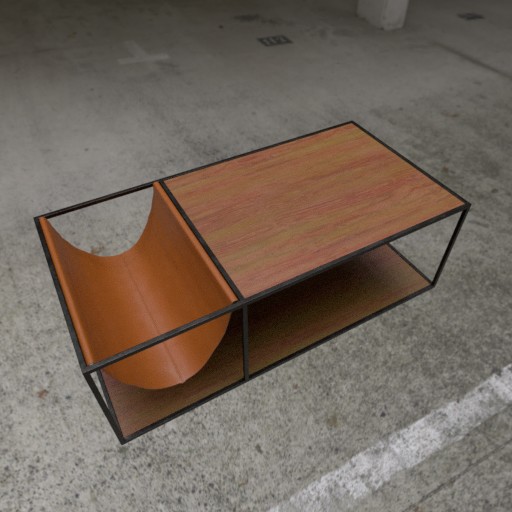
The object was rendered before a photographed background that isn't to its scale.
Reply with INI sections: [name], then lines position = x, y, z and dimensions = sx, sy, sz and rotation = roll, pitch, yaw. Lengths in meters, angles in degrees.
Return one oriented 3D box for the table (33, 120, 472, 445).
[table]
position = 0.000, 0.000, 1.492
dimensions = 1.199, 0.403, 0.597
rotation = -22, 49, -20
